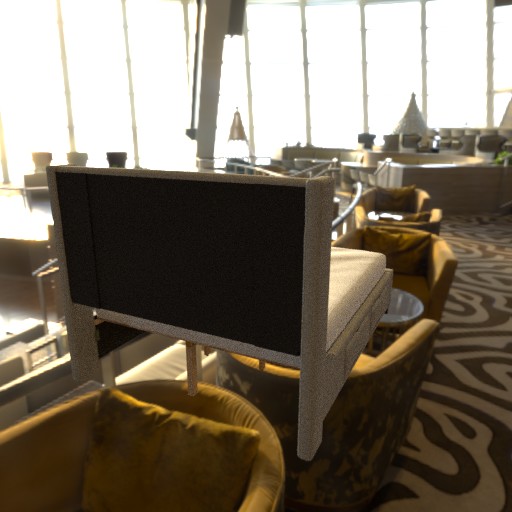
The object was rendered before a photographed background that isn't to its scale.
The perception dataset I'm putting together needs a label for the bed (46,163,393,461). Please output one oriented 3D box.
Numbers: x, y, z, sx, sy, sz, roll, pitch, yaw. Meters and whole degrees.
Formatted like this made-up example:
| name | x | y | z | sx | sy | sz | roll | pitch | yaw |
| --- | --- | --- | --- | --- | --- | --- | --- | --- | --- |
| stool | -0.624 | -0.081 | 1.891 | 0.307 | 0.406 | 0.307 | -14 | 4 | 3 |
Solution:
| name | x | y | z | sx | sy | sz | roll | pitch | yaw |
| --- | --- | --- | --- | --- | --- | --- | --- | --- | --- |
| bed | 0.000 | 0.000 | 3.472 | 1.774 | 1.491 | 2.222 | 8 | 18 | 26 |
